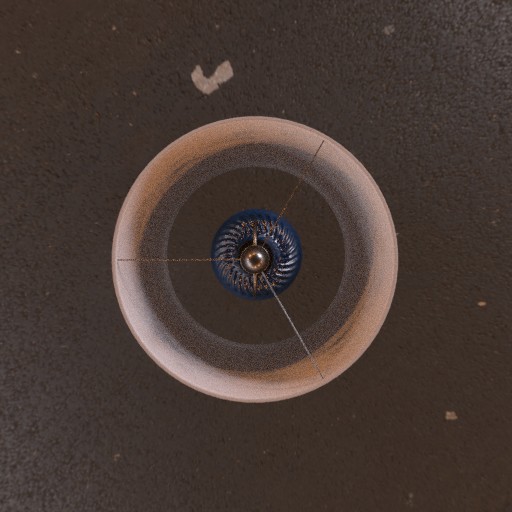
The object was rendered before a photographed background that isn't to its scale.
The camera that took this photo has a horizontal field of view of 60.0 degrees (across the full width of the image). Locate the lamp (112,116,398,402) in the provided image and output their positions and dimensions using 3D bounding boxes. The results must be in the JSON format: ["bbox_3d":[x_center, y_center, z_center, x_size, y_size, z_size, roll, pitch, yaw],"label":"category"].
[{"bbox_3d":[0.000,0.000,0.492,0.203,0.368,0.203,0,91,0],"label":"lamp"}]
